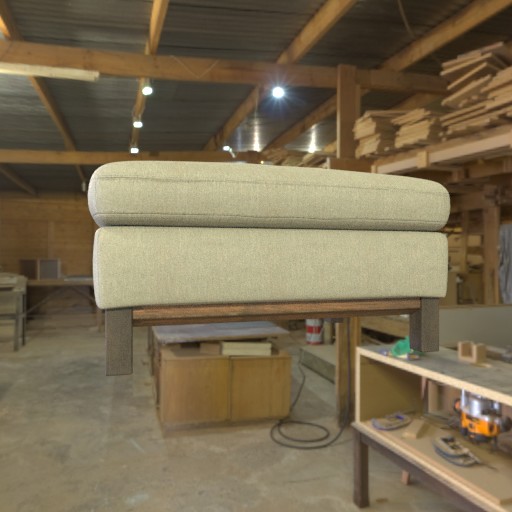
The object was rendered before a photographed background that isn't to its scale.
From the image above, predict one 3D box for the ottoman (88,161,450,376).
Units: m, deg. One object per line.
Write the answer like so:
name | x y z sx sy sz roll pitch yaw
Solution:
ottoman | 0.000 0.000 1.064 0.735 0.404 0.528 0 0 -17
